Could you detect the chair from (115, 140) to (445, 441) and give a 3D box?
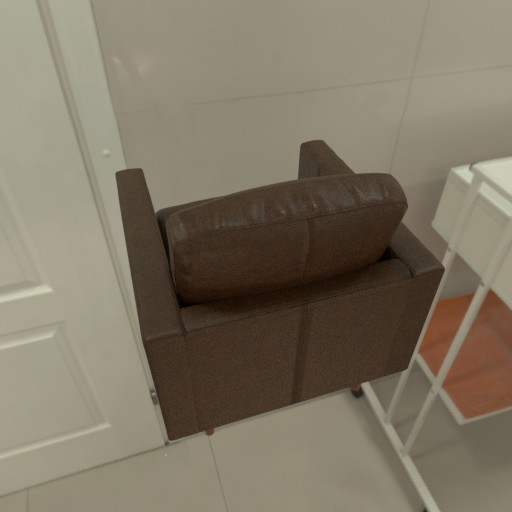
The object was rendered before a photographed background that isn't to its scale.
[{"bbox_3d":[0.000,0.000,1.663,0.890,0.956,0.909,-12,42,-14],"label":"chair"}]
